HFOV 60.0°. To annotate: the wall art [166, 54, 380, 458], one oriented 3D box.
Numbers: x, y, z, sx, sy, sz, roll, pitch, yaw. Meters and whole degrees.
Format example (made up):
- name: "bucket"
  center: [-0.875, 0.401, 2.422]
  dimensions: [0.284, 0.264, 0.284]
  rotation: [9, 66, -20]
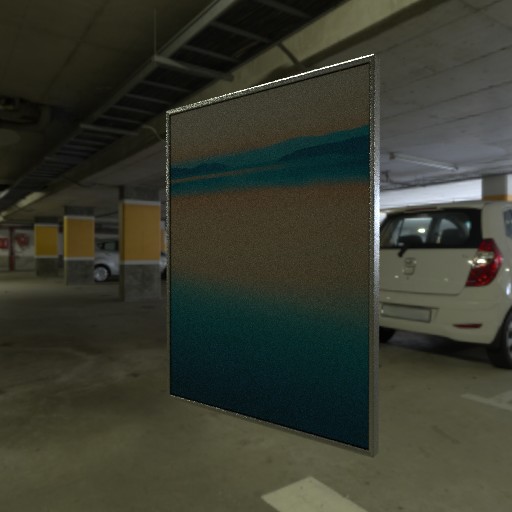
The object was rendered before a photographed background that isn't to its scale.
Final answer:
- name: "wall art"
  center: [0.000, 0.000, 1.417]
  dimensions: [0.801, 1.062, 0.037]
  rotation: [1, 1, 37]
